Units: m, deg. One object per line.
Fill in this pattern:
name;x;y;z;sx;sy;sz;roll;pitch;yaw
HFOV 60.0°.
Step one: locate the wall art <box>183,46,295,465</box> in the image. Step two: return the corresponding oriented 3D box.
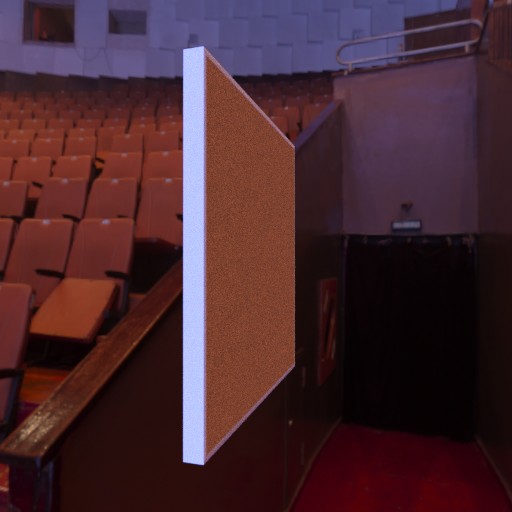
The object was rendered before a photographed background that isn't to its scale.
wall art;0.000;0.000;1.181;0.041;0.765;0.768;0;0;17
